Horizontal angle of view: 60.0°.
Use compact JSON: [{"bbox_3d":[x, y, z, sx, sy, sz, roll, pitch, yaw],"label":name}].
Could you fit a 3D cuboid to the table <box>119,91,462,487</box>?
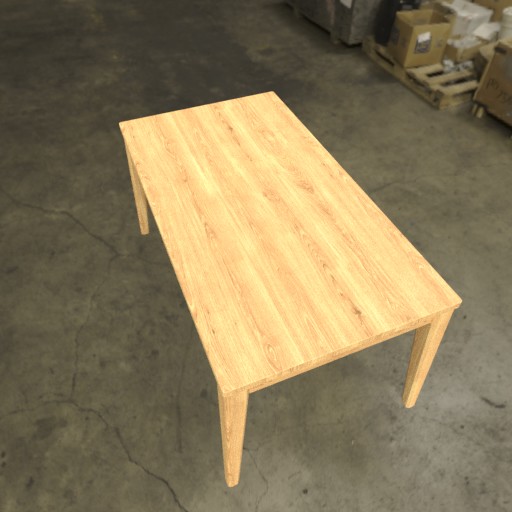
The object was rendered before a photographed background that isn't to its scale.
[{"bbox_3d":[0.000,0.000,2.108,0.900,0.760,1.600,-17,50,-15],"label":"table"}]
